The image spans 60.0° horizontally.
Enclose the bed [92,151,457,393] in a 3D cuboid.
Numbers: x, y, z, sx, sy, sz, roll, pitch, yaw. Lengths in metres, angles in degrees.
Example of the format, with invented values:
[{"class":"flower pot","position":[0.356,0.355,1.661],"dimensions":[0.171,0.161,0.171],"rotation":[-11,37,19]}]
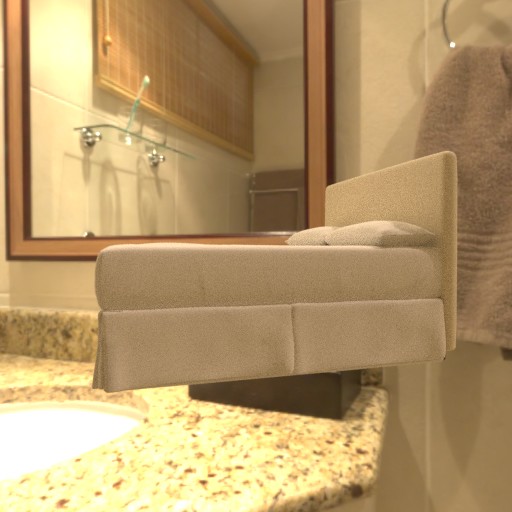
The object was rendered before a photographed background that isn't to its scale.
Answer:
[{"class":"bed","position":[0.000,0.000,3.186],"dimensions":[2.147,1.330,1.714],"rotation":[0,1,-18]}]
